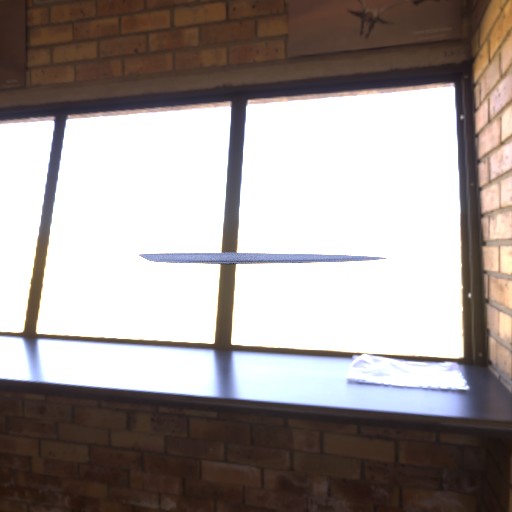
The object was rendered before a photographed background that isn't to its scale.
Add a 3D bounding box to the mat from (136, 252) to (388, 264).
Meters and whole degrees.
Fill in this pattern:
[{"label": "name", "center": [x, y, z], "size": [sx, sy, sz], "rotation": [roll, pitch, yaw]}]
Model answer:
[{"label": "mat", "center": [0.000, 0.000, 1.800], "size": [0.913, 0.013, 1.524], "rotation": [0, 1, -17]}]
